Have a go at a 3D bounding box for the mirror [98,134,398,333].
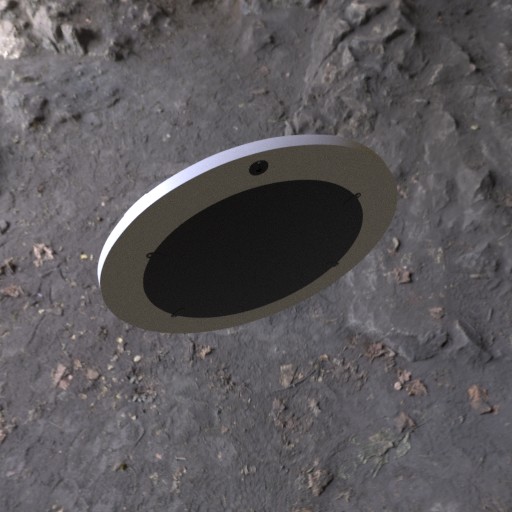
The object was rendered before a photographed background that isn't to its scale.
[{"bbox_3d":[0.000,0.000,1.351,0.914,0.914,0.038,-17,60,-10],"label":"mirror"}]
